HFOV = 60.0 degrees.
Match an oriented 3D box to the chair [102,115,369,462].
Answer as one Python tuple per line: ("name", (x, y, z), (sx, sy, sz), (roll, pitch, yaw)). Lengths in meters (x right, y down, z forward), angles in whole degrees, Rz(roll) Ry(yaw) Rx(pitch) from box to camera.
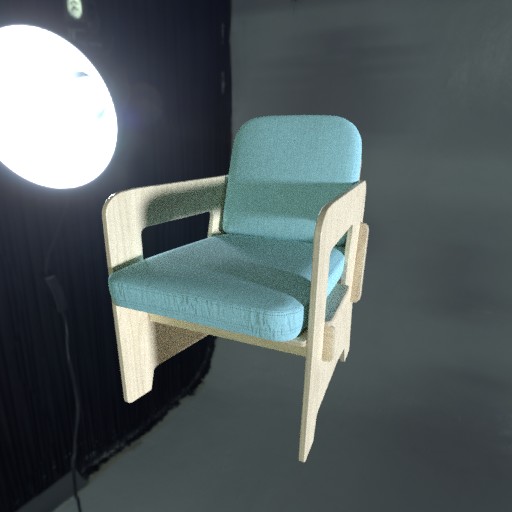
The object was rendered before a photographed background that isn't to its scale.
("chair", (0.000, 0.000, 1.295), (0.590, 0.800, 0.710), (8, 18, 25))
